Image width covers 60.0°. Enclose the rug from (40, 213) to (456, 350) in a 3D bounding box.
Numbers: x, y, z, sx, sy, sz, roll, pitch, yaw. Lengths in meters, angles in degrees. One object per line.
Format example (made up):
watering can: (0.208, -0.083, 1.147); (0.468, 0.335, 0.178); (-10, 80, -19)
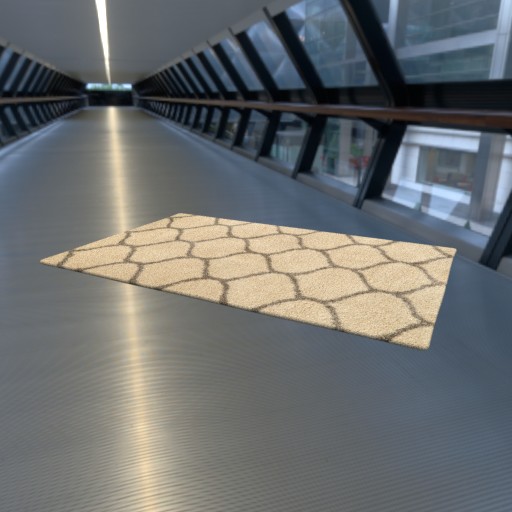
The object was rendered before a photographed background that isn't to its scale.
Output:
rug: (0.000, 0.000, 2.943); (2.348, 0.024, 1.501); (9, 21, 26)
